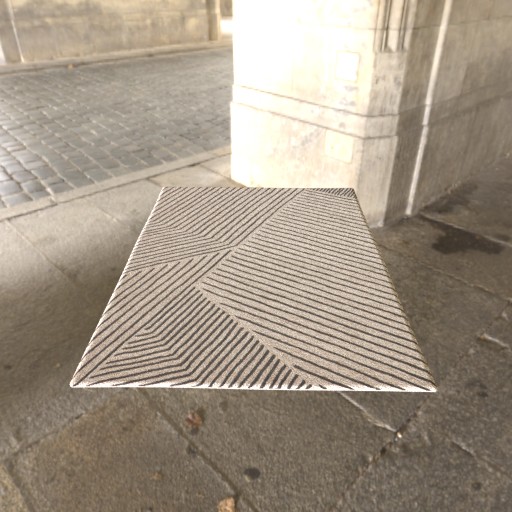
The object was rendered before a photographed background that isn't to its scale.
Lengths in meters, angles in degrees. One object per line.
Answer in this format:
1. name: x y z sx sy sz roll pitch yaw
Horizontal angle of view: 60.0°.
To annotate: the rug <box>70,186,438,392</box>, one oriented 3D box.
1. rug: 0.000 0.000 3.221 1.829 0.028 2.449 0 32 1
